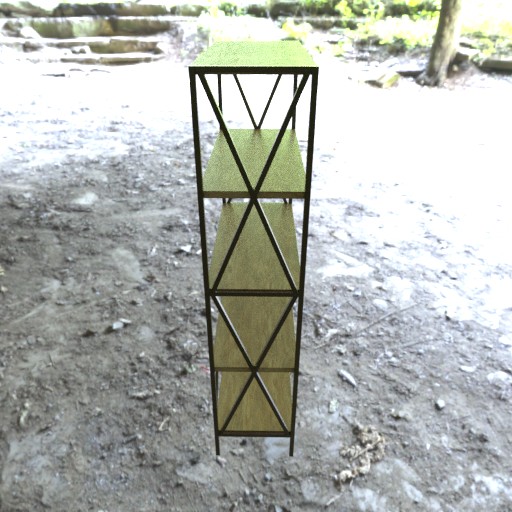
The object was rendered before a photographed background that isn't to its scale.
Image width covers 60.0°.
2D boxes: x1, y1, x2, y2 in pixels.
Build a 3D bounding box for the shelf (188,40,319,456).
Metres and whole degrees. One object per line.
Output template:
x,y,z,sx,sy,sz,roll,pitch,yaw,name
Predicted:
0.000,0.000,2.136,0.386,1.803,0.874,0,30,1,shelf
